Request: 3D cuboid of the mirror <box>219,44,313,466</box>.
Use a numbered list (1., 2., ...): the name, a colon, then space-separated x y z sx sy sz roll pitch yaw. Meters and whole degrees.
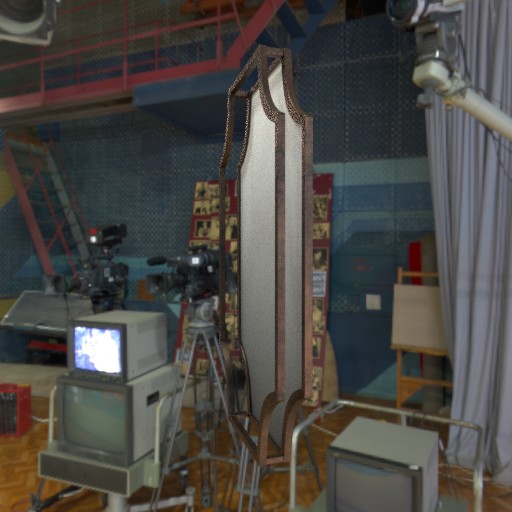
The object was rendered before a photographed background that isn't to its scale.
1. mirror: 0.000 0.000 0.983 0.066 0.811 0.462 0 1 -17
